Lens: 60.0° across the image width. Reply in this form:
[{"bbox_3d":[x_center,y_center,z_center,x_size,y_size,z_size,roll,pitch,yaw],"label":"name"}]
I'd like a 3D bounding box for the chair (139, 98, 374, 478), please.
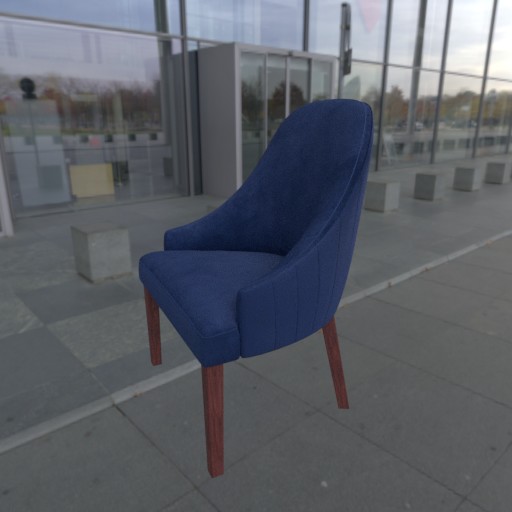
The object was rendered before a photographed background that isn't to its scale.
[{"bbox_3d":[0.000,0.000,1.315,0.575,0.889,0.643,-8,19,-25],"label":"chair"}]
